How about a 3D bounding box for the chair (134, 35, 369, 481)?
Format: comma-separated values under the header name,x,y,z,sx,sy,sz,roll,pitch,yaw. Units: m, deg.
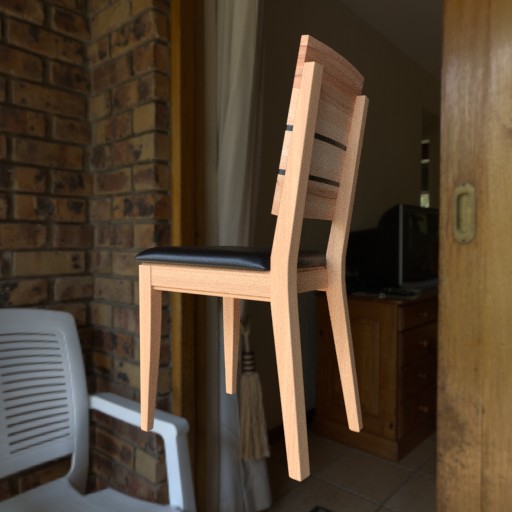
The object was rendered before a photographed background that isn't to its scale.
name,x,y,z,sx,sy,sz,roll,pitch,yaw
chair,0.000,0.000,1.196,0.520,0.940,0.410,1,2,36
